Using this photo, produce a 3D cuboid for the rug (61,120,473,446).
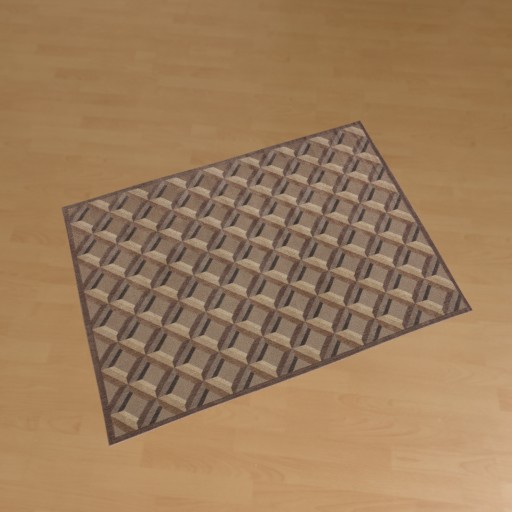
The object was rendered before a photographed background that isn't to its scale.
[{"bbox_3d":[0.000,0.000,2.869,2.260,0.013,1.600,-18,66,-8],"label":"rug"}]
